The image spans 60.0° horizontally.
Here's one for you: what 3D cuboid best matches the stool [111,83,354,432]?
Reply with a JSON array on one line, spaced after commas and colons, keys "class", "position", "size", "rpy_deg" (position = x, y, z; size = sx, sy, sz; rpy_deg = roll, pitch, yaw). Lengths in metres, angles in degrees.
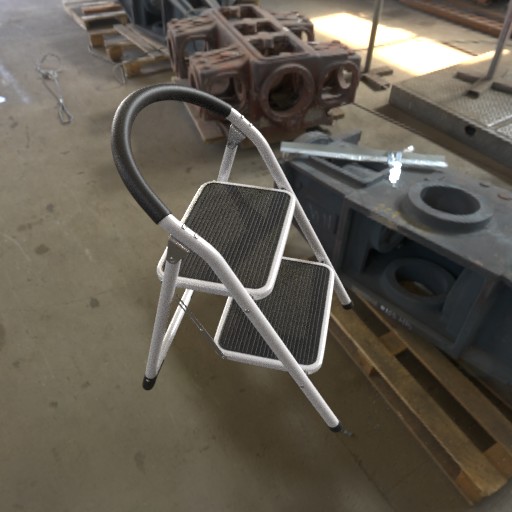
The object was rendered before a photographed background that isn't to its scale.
[{"class": "stool", "position": [0.000, 0.000, 1.092], "size": [0.559, 0.760, 0.453], "rpy_deg": [9, 45, 9]}]
